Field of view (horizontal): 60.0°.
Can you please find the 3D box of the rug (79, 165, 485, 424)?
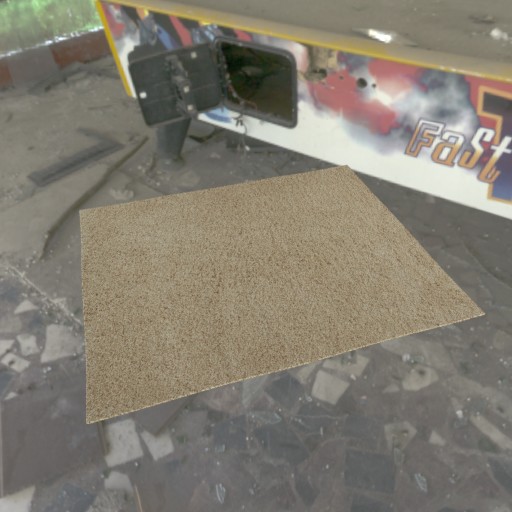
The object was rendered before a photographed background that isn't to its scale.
[{"bbox_3d":[0.000,0.000,3.989,3.000,0.025,2.400,-12,43,-13],"label":"rug"}]
